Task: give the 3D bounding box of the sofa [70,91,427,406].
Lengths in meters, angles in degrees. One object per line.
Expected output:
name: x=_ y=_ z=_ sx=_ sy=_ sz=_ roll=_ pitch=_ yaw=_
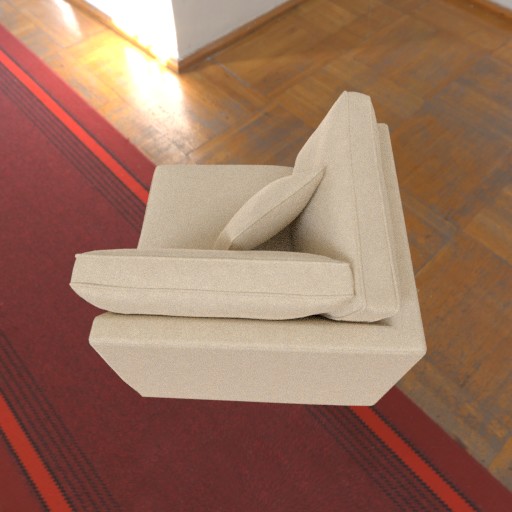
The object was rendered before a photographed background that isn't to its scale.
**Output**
sofa: x=0.000 y=0.000 z=1.974 sx=1.146 sy=1.002 sz=1.084 roll=2 pitch=59 yaw=1
